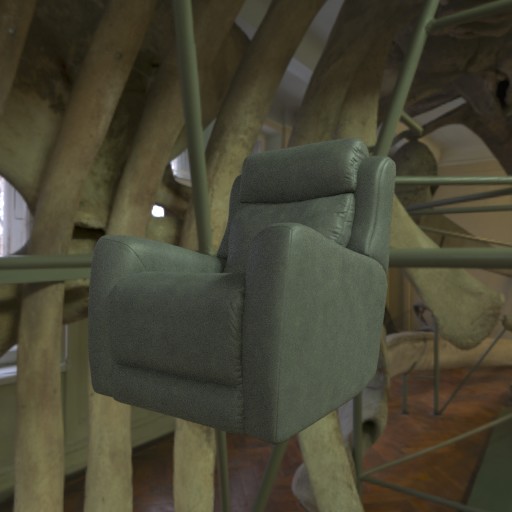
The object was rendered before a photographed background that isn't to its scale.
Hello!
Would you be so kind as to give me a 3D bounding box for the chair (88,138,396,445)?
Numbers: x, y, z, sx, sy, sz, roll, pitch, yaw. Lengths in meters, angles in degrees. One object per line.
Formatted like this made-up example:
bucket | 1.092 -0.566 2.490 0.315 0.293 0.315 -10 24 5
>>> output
chair | 0.000 0.000 1.917 0.965 1.116 1.068 0 -1 36
